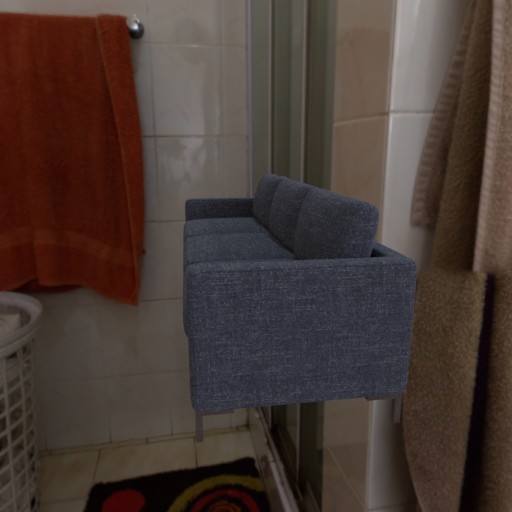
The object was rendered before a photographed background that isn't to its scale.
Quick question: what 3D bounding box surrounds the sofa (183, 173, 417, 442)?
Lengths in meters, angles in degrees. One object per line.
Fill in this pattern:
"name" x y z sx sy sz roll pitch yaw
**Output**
"sofa" 0.000 0.000 2.651 0.859 0.874 2.218 -2 14 -9
